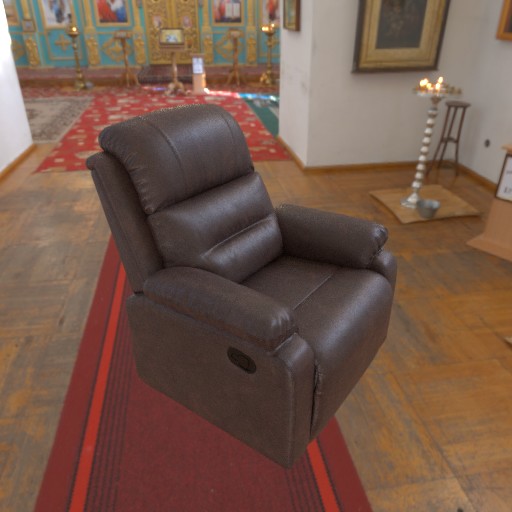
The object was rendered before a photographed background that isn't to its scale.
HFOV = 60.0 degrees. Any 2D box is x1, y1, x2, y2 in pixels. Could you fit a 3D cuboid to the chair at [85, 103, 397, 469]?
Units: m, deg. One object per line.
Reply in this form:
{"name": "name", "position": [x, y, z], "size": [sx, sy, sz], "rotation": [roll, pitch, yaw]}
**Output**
{"name": "chair", "position": [0.000, 0.000, 1.644], "size": [0.919, 0.992, 0.855], "rotation": [19, 33, 31]}
